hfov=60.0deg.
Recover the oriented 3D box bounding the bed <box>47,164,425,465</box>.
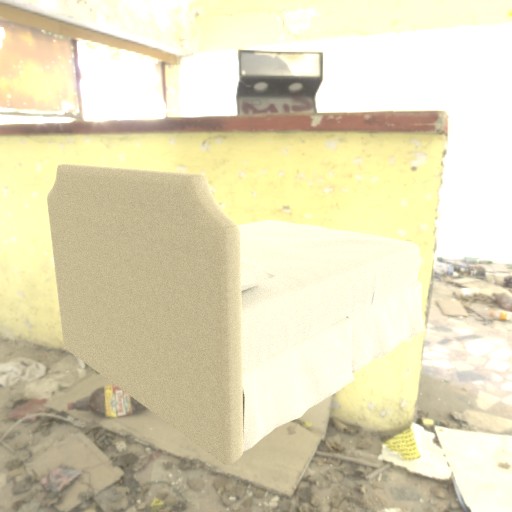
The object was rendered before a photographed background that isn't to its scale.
[{"bbox_3d":[0.000,0.000,3.089,1.693,1.290,2.116,14,20,42],"label":"bed"}]
